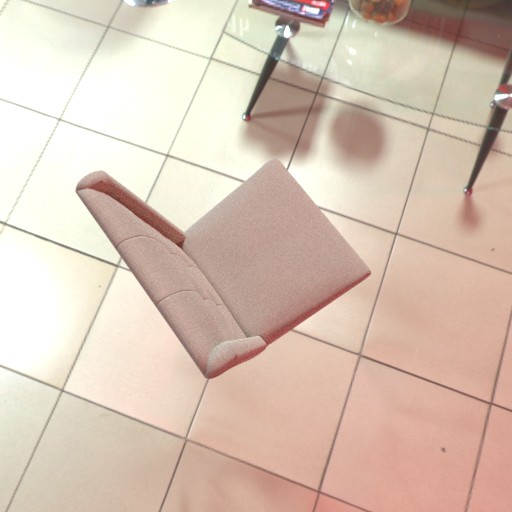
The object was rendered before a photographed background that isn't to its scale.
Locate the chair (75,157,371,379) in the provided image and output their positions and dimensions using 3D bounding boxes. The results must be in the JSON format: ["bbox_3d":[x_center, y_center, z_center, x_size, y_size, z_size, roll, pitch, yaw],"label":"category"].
[{"bbox_3d":[0.000,0.000,1.257,0.523,0.961,0.474,-36,79,-8],"label":"chair"}]
